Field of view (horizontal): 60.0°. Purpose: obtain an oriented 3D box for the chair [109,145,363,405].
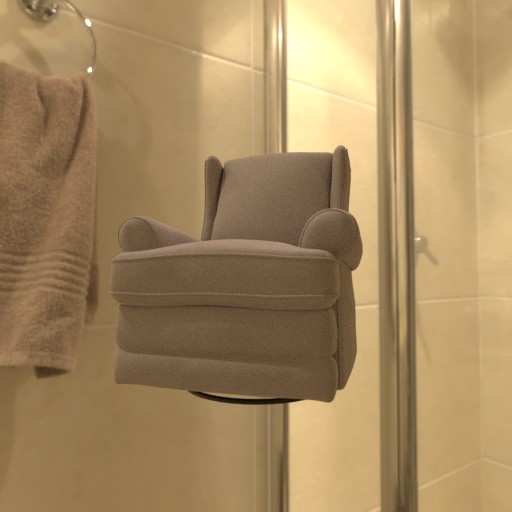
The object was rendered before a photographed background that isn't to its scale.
[{"bbox_3d":[0.000,0.000,1.766,0.847,1.011,0.969,-1,-2,17],"label":"chair"}]
